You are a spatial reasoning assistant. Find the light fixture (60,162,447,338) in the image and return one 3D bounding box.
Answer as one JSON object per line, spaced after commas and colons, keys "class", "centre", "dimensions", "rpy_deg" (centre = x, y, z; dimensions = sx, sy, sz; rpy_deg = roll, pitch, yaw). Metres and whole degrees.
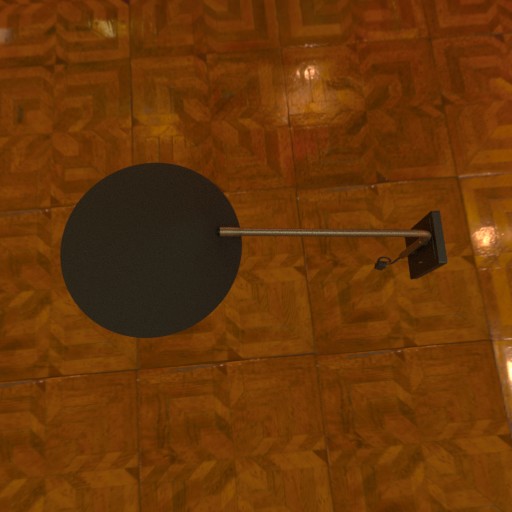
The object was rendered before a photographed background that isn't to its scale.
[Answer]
{"class": "light fixture", "centre": [0.000, 0.000, 0.666], "dimensions": [0.516, 0.312, 0.240], "rpy_deg": [-3, 76, -1]}
